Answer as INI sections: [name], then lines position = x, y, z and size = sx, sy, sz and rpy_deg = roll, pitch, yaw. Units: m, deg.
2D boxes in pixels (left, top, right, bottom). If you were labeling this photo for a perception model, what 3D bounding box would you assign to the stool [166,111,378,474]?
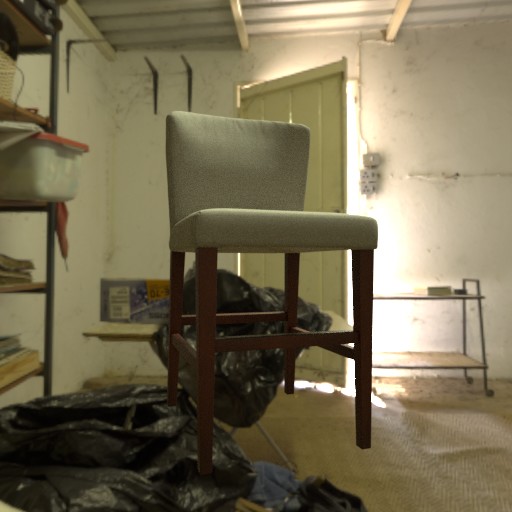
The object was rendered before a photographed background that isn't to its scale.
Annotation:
[stool]
position = 0.000, 0.000, 1.289
size = 0.479, 0.968, 0.568
rpy_deg = 0, -1, -19
